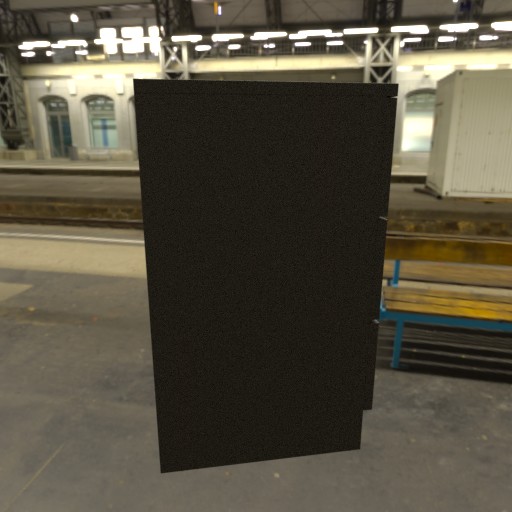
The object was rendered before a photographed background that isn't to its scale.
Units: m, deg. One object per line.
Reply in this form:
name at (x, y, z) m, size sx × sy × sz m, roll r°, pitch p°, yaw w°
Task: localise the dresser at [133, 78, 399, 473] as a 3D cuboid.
dresser at (0.000, 0.000, 0.814) m, size 0.360 × 0.560 × 0.400 m, roll -3°, pitch 16°, yaw -9°
